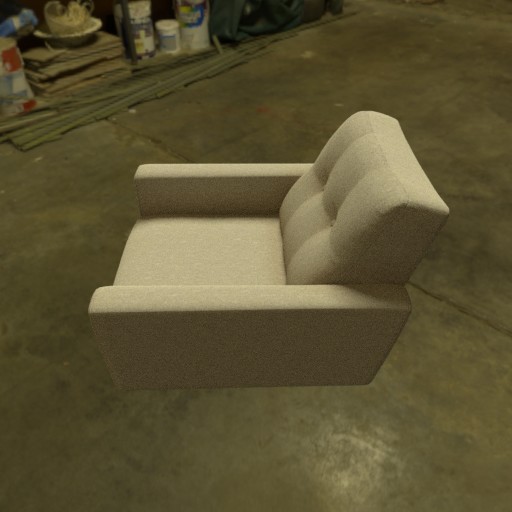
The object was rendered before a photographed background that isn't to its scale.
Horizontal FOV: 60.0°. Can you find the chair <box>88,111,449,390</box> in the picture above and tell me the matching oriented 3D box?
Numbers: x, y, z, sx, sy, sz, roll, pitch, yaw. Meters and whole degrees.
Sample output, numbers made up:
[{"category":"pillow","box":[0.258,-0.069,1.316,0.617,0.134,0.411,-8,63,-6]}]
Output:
[{"category":"chair","box":[0.000,0.000,1.806,1.128,0.965,0.897,-1,42,-1]}]
